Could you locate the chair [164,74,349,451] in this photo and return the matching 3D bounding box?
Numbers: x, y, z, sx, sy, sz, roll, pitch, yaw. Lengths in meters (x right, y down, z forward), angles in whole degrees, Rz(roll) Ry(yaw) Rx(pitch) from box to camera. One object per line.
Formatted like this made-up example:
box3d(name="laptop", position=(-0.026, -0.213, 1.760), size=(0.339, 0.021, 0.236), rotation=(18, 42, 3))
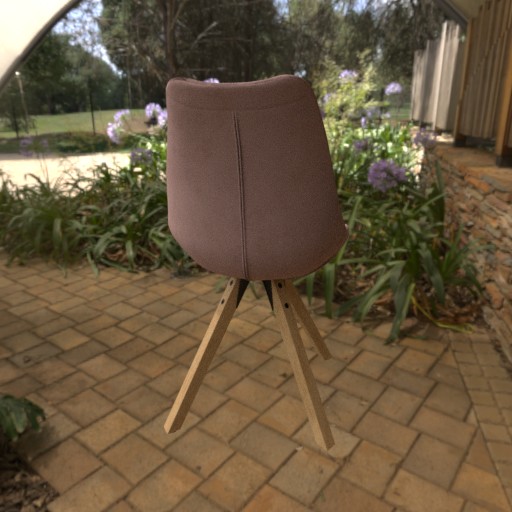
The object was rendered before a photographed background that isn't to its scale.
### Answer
box3d(name="chair", position=(0.000, 0.000, 1.177), size=(0.485, 0.850, 0.550), rotation=(3, 18, 8))
